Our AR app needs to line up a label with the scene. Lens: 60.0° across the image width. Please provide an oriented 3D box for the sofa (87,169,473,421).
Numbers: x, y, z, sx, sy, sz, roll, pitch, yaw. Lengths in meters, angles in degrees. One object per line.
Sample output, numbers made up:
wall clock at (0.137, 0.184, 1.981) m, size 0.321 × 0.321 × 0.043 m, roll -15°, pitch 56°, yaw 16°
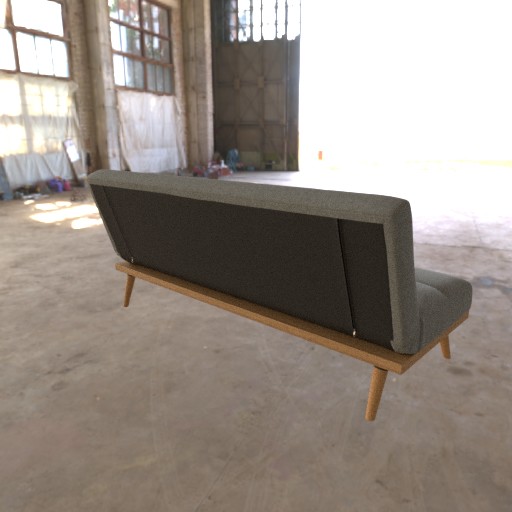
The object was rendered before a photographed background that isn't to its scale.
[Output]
sofa at (0.000, 0.000, 2.189) m, size 1.820 × 0.800 × 0.800 m, roll 13°, pitch 20°, yaw 41°
